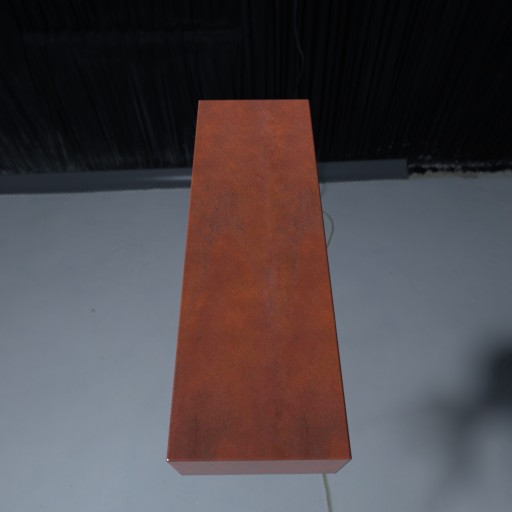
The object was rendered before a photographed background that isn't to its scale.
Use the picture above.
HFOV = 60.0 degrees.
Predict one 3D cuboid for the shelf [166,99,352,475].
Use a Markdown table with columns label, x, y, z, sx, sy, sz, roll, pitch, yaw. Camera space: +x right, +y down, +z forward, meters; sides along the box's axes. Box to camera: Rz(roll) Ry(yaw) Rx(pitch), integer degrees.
| label | x | y | z | sx | sy | sz | roll | pitch | yaw |
| --- | --- | --- | --- | --- | --- | --- | --- | --- | --- |
| shelf | 0.000 | 0.000 | 0.525 | 0.152 | 0.088 | 0.457 | -1 | 57 | 0 |
